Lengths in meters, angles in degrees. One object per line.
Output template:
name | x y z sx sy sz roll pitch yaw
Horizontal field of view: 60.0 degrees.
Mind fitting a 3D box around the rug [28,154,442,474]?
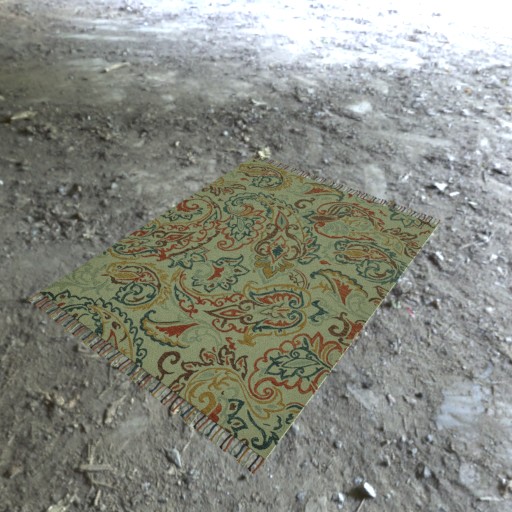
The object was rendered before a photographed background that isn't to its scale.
rug | 0.000 0.000 4.236 2.439 0.015 3.274 26 47 27
